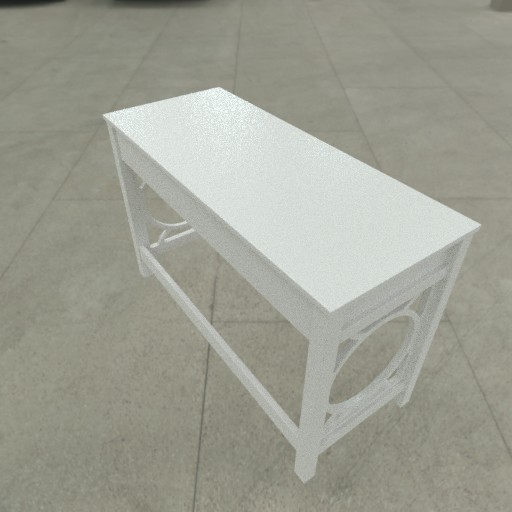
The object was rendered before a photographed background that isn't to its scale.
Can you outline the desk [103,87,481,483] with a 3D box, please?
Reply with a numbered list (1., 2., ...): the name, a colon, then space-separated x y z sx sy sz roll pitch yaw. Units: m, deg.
1. desk: 0.000 0.000 1.573 0.504 0.762 1.191 -25 45 -27
